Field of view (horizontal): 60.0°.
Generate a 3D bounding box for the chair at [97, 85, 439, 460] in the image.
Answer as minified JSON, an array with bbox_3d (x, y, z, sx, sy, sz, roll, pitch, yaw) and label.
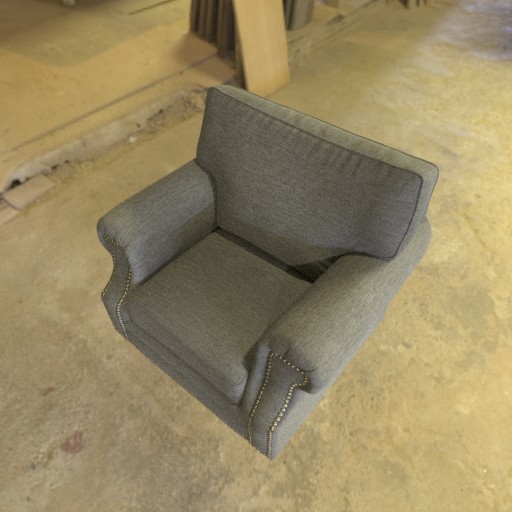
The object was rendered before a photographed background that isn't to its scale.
[{"bbox_3d":[0.000,0.000,1.787,1.092,0.961,0.965,31,53,26],"label":"chair"}]
